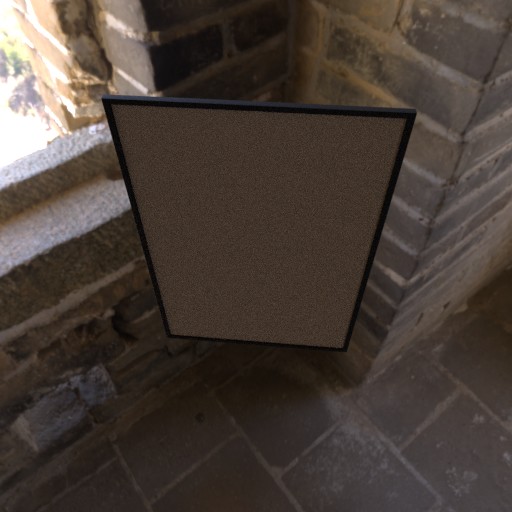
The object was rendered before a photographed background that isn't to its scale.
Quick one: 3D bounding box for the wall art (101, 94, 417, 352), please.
[{"bbox_3d":[0.000,0.000,0.890,0.460,0.660,0.013,4,48,4],"label":"wall art"}]
